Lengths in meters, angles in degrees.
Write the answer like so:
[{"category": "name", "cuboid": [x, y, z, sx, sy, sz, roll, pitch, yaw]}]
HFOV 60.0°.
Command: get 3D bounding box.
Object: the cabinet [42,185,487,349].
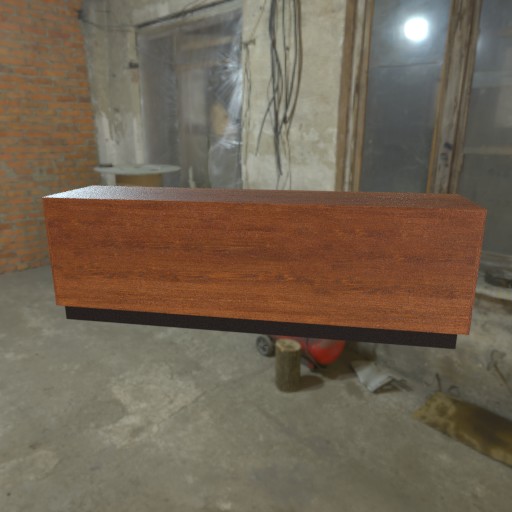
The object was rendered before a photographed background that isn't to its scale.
[{"category": "cabinet", "cuboid": [0.000, 0.000, 1.843, 1.600, 0.510, 0.419, 3, 16, 10]}]
